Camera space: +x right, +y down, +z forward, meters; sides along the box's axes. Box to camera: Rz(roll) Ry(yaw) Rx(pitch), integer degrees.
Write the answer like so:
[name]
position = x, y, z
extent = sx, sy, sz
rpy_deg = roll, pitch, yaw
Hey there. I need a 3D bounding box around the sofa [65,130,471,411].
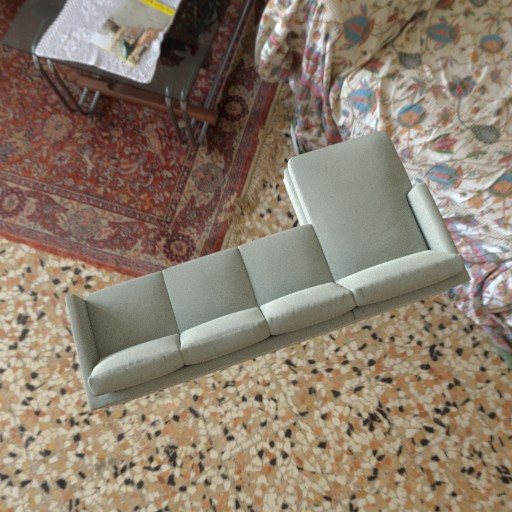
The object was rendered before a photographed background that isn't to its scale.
[sofa]
position = 0.000, 0.000, 3.926
extent = 3.205, 0.922, 1.650
rpy_deg = -18, 76, -5
